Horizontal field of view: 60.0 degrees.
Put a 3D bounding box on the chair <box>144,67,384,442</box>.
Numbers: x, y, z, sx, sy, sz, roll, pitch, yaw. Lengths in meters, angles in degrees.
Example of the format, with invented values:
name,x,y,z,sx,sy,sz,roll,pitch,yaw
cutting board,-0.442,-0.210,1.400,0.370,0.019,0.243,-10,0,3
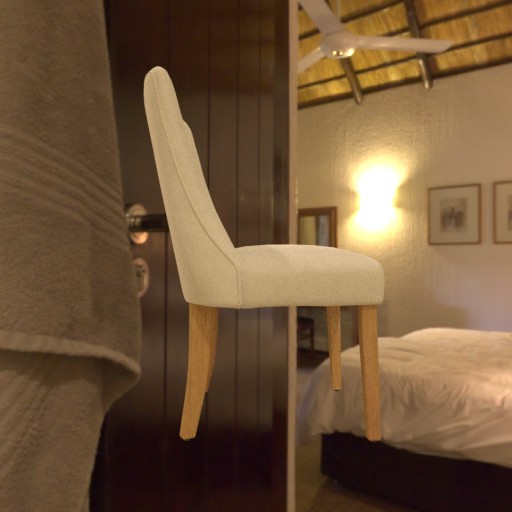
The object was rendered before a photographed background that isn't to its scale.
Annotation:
name,x,y,z,sx,sy,sz,roll,pitch,yaw
chair,0.000,0.000,1.281,0.610,0.902,0.495,0,-1,-2
